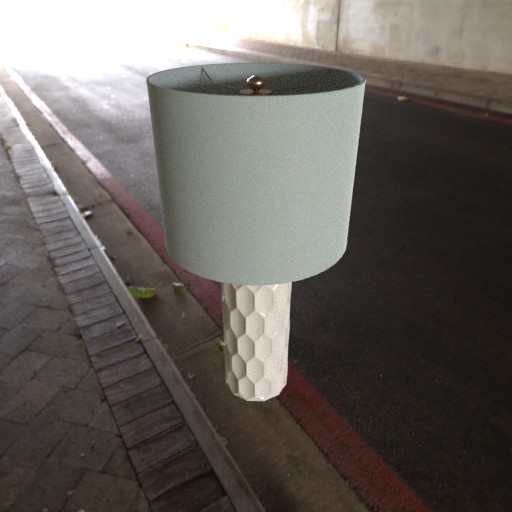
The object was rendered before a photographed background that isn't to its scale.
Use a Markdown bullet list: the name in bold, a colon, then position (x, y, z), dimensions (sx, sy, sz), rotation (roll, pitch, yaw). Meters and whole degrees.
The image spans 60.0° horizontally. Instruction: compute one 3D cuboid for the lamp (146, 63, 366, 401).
- **lamp**: position (0.000, 0.000, 0.703), dimensions (0.277, 0.534, 0.277), rotation (1, 30, 1)
